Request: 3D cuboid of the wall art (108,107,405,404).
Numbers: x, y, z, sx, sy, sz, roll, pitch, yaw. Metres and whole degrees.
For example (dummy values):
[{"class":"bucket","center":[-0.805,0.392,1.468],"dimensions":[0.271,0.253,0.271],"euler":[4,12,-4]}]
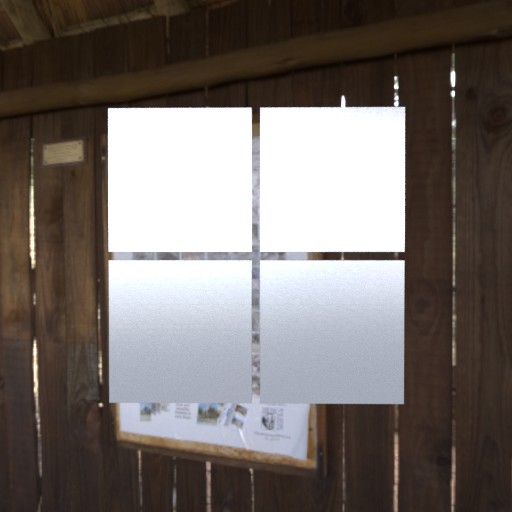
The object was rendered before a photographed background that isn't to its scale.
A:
[{"class":"wall art","center":[0.000,0.000,0.930],"dimensions":[0.611,0.611,0.029],"euler":[0,1,1]}]
